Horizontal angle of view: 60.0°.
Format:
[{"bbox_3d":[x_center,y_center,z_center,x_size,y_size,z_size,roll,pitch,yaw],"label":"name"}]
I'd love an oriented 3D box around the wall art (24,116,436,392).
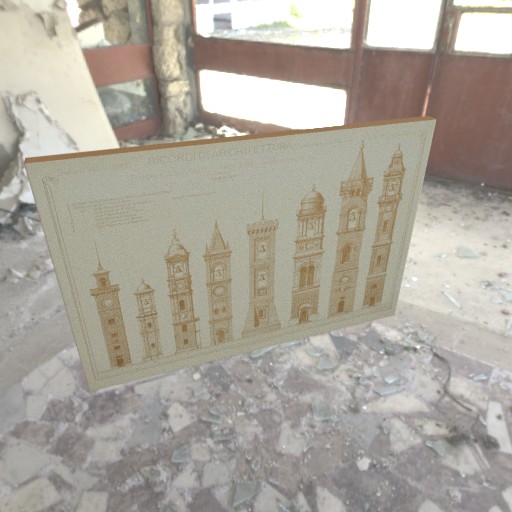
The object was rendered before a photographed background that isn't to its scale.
[{"bbox_3d":[0.000,0.000,1.116,0.915,0.608,0.033,-11,33,-17],"label":"wall art"}]
